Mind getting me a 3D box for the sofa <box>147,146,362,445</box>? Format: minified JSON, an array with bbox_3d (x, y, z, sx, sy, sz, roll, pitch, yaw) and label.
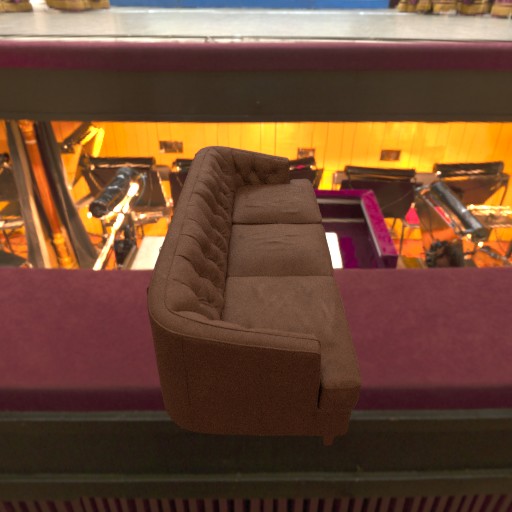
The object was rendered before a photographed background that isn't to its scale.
[{"bbox_3d":[0.000,0.000,2.748,0.927,0.787,2.227,0,32,0],"label":"sofa"}]
